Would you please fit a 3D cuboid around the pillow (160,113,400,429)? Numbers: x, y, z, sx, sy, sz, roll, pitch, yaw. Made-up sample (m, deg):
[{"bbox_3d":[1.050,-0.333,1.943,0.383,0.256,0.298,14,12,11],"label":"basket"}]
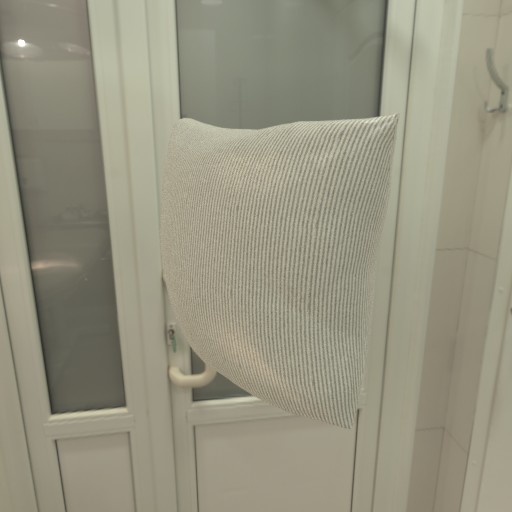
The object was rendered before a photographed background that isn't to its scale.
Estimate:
[{"bbox_3d":[0.000,0.000,0.712,0.310,0.432,0.387,-2,16,-9],"label":"pillow"}]
